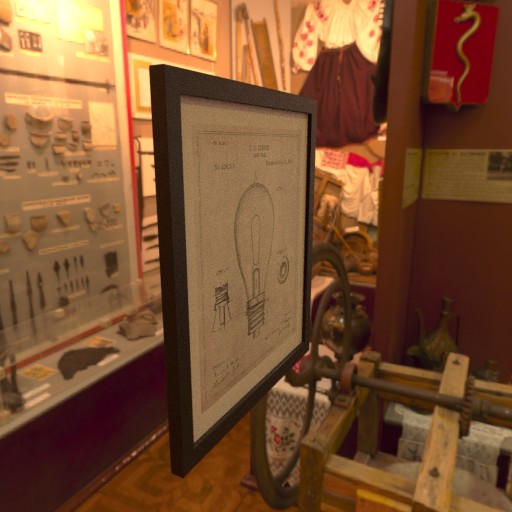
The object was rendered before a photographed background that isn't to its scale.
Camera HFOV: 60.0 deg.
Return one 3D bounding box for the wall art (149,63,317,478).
[{"bbox_3d":[0.000,0.000,0.710,0.021,0.509,0.430,8,16,28],"label":"wall art"}]
